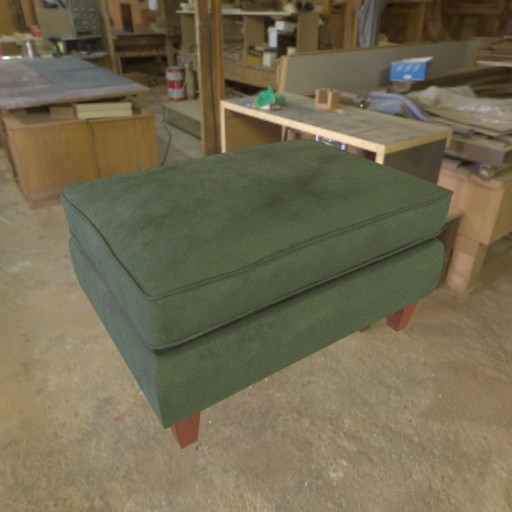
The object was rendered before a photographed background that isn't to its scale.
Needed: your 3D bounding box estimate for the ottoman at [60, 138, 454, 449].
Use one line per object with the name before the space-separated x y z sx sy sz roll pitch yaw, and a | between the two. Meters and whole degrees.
ottoman | 0.000 0.000 1.246 0.864 0.495 0.632 -19 36 -29
